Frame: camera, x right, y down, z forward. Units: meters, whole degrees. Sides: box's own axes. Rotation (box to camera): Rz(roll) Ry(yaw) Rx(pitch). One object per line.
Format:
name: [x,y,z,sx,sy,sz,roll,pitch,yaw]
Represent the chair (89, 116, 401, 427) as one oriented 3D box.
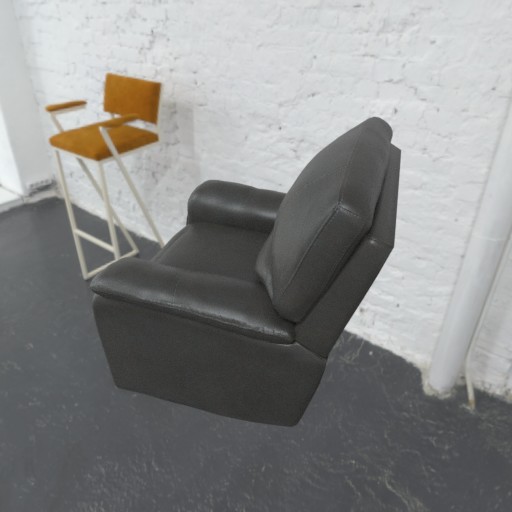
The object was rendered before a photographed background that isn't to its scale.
chair: [0.000,0.000,1.946,1.087,1.109,1.096,9,31,15]
